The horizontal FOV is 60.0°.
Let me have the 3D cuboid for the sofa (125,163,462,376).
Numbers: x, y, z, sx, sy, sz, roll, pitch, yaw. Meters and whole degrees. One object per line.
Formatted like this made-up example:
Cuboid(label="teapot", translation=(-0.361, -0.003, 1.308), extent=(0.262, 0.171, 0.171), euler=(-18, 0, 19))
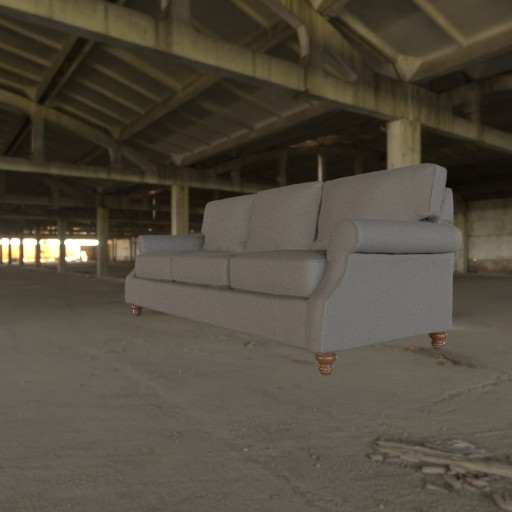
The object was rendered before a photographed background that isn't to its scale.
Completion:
Cuboid(label="sofa", translation=(0.000, 0.000, 2.861), extent=(0.966, 0.948, 2.353), euler=(0, 1, -36))
